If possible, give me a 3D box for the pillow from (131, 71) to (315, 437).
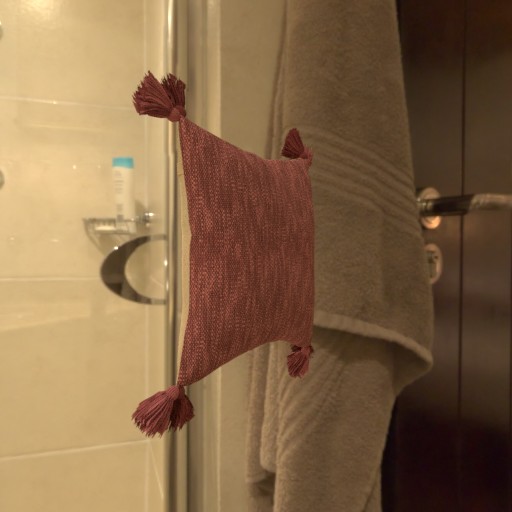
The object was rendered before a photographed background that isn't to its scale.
[{"bbox_3d":[0.000,0.000,0.960,0.138,0.659,0.641,1,1,35],"label":"pillow"}]
